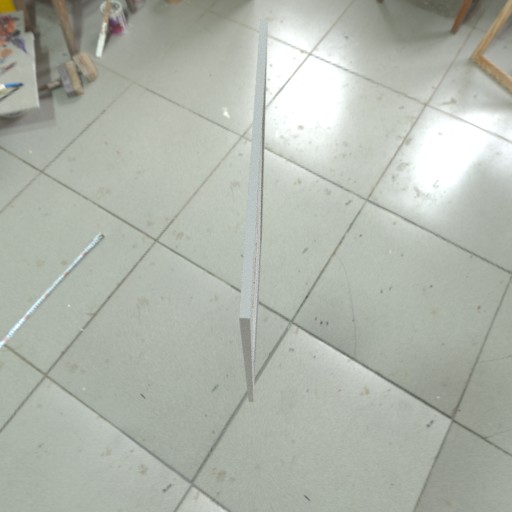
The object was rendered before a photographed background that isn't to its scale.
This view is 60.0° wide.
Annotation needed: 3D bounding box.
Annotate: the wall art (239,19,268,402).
[{"bbox_3d":[0.000,0.000,0.848,0.011,0.659,0.454,3,65,1],"label":"wall art"}]
